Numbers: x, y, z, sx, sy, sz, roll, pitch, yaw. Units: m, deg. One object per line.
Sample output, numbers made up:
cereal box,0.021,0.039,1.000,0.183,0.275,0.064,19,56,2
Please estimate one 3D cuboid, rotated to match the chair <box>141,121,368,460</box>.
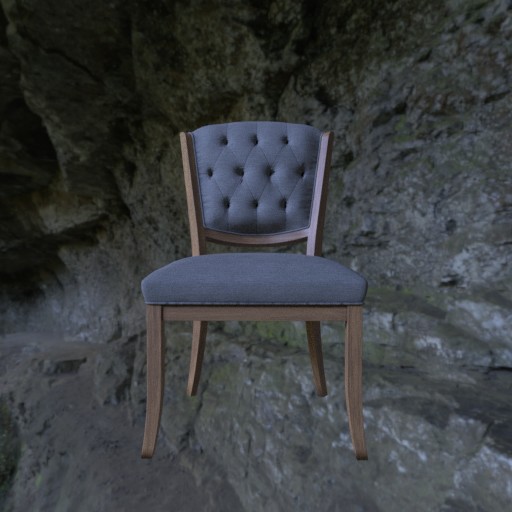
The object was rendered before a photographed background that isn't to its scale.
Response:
chair,0.000,0.000,1.269,0.513,0.905,0.584,0,1,1
